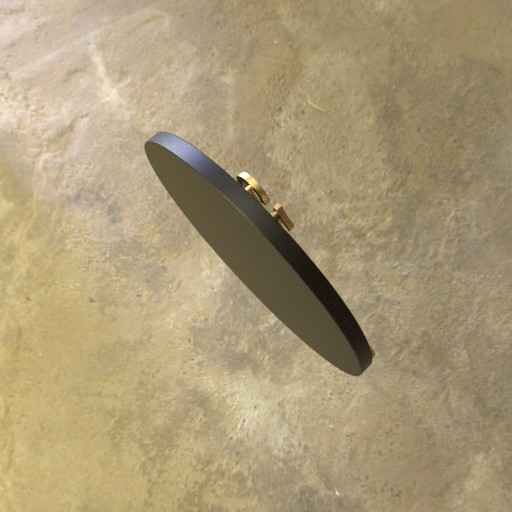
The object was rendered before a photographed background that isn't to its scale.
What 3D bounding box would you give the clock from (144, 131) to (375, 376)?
[{"bbox_3d":[0.000,0.000,0.676,0.038,0.454,0.454,-43,80,-10],"label":"clock"}]
